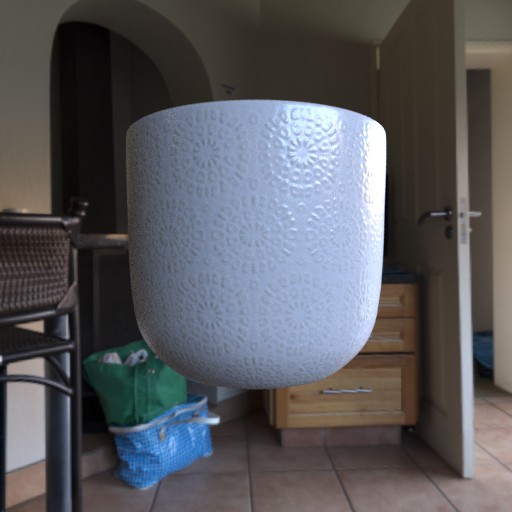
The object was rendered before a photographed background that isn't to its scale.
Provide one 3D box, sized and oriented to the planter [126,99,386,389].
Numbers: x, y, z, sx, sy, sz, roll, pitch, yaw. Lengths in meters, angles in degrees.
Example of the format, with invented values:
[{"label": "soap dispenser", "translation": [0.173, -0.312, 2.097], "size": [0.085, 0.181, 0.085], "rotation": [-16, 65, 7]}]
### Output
[{"label": "planter", "translation": [0.000, 0.000, 0.370], "size": [0.208, 0.190, 0.208], "rotation": [0, 0, 0]}]
